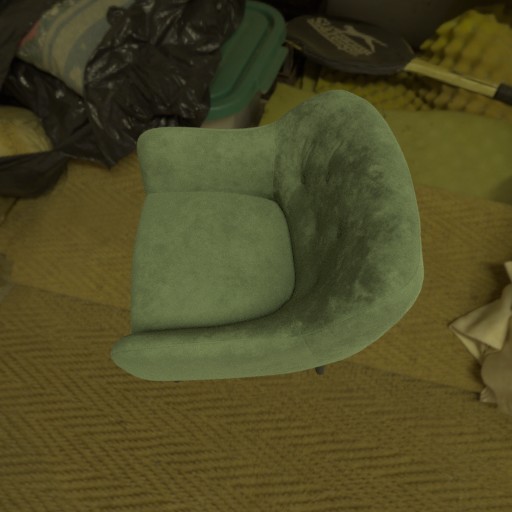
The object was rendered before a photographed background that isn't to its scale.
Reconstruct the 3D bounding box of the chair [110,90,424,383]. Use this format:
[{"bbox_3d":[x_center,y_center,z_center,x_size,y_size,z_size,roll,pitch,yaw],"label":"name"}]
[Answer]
[{"bbox_3d":[0.000,0.000,1.482,0.819,0.804,0.840,-3,58,-2],"label":"chair"}]
